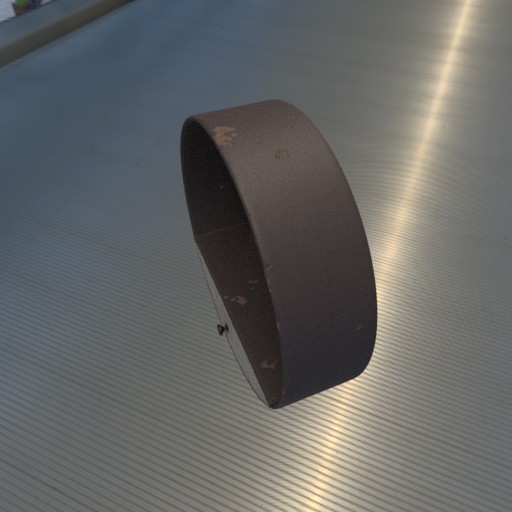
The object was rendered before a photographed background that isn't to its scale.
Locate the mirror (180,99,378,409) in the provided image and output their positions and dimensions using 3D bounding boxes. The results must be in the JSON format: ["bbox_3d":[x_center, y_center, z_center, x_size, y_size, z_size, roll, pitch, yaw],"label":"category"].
[{"bbox_3d":[0.000,0.000,0.600,0.126,0.386,0.386,-17,49,-15],"label":"mirror"}]
